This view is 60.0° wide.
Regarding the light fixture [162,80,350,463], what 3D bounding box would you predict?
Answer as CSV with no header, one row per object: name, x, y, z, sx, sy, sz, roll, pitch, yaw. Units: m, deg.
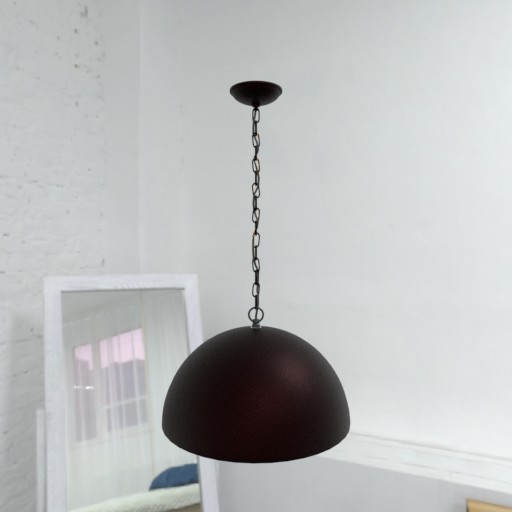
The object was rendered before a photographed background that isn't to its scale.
light fixture,0.000,0.000,1.172,0.492,0.869,0.492,0,1,2
